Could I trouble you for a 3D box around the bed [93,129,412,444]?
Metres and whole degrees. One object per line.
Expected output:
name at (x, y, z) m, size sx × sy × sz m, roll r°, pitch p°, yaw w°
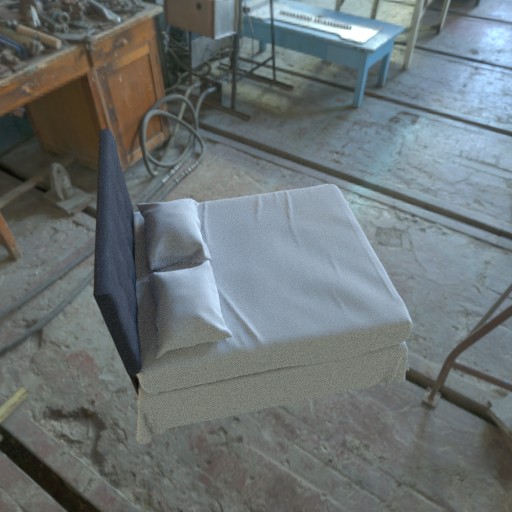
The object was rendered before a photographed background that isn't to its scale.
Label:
bed at (0.000, 0.000, 3.501) m, size 2.222 × 1.577 × 1.936 m, roll -9°, pitch 48°, yaw -8°
